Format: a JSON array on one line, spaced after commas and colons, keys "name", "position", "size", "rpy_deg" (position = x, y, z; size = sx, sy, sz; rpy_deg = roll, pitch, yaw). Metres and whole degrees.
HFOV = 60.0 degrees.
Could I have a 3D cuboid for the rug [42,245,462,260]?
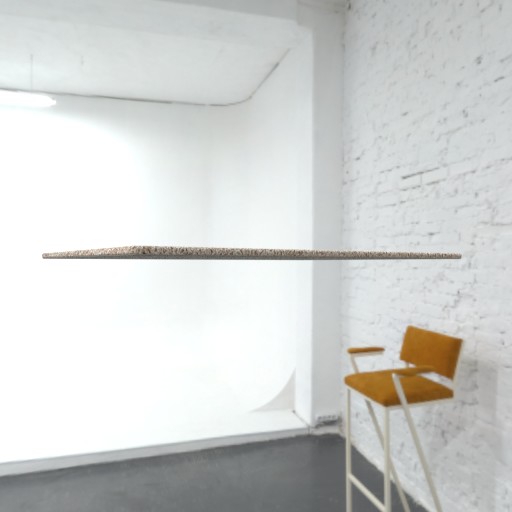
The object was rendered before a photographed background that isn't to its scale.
[{"name": "rug", "position": [0.000, 0.000, 2.263], "size": [1.778, 0.030, 1.219], "rpy_deg": [1, -1, -37]}]
